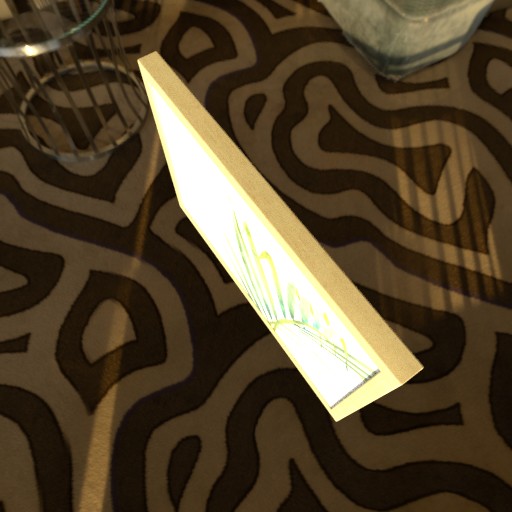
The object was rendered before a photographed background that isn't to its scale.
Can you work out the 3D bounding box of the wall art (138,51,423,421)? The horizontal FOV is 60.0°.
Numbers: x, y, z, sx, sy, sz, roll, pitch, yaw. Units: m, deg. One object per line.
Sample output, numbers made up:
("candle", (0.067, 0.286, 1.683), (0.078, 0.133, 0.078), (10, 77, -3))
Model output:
("wall art", (0.000, 0.000, 0.695), (0.032, 0.381, 0.533), (-32, 69, -14))
